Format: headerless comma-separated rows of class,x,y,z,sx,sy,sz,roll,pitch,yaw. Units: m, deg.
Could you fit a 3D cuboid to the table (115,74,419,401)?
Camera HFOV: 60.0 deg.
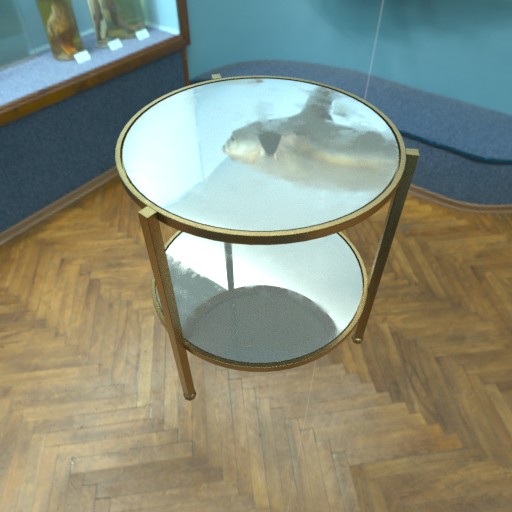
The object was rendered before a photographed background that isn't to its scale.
table,0.000,0.000,0.455,0.231,0.269,0.243,31,54,26
